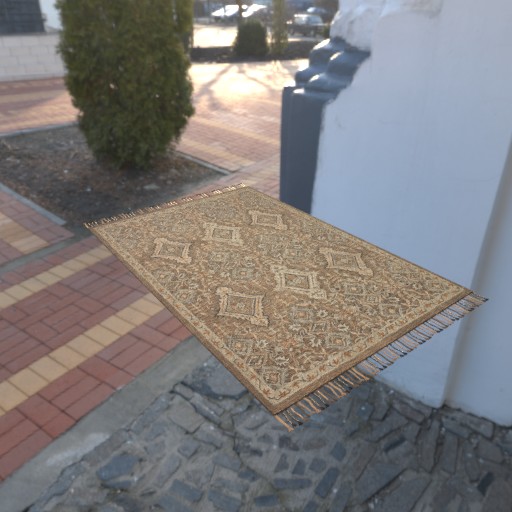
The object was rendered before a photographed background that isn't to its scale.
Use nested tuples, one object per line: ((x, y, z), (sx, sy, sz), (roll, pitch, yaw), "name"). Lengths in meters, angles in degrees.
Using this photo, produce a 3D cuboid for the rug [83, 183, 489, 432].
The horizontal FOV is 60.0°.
((0.000, 0.000, 2.988), (1.516, 0.010, 2.434), (-20, 35, -32), "rug")
